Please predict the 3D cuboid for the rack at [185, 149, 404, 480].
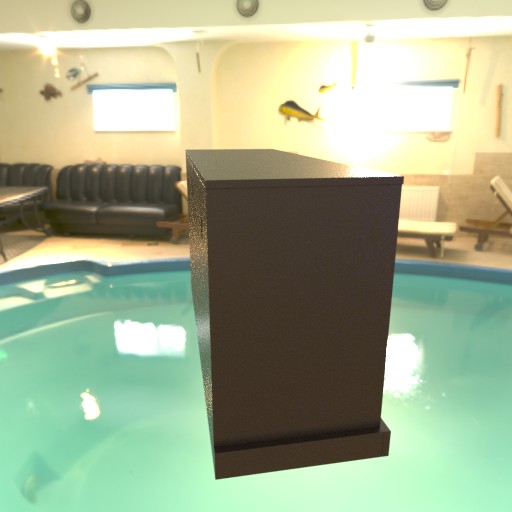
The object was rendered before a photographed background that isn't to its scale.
[{"bbox_3d":[0.000,0.000,1.466,0.399,0.635,1.206,-3,16,-10],"label":"rack"}]
